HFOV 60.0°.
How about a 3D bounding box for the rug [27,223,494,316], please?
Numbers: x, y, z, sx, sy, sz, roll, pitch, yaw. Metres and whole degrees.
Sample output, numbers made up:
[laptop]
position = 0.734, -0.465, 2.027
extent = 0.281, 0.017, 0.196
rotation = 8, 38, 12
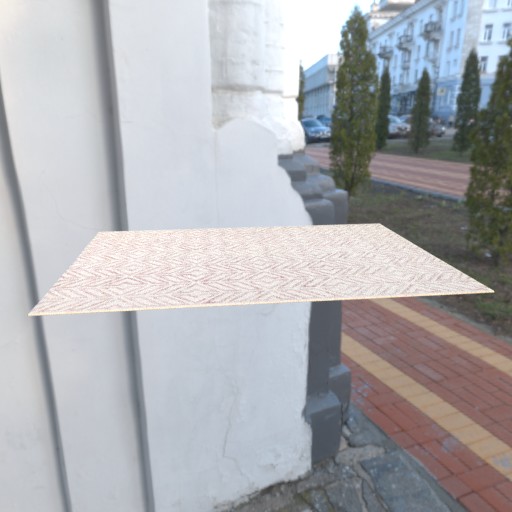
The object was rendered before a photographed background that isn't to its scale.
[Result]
[rug]
position = 0.000, 0.000, 2.294
extent = 1.828, 0.007, 1.220
rotation = -2, 18, -7
